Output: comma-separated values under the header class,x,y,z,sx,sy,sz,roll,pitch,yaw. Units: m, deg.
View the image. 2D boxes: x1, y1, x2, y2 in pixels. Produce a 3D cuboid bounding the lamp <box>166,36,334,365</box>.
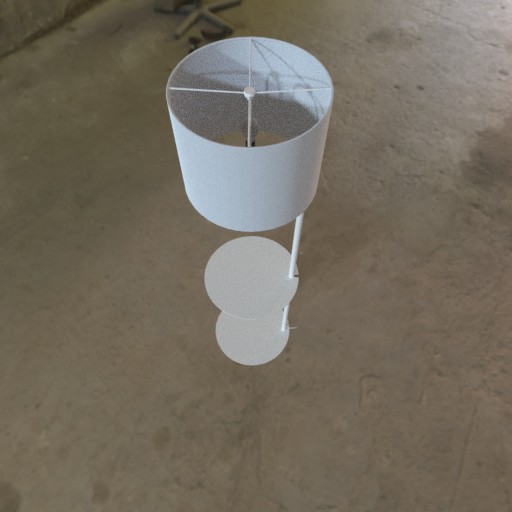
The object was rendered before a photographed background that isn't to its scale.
class,x,y,z,sx,sy,sz,roll,pitch,yaw
lamp,0.000,0.000,1.614,0.405,1.465,0.372,0,59,0
